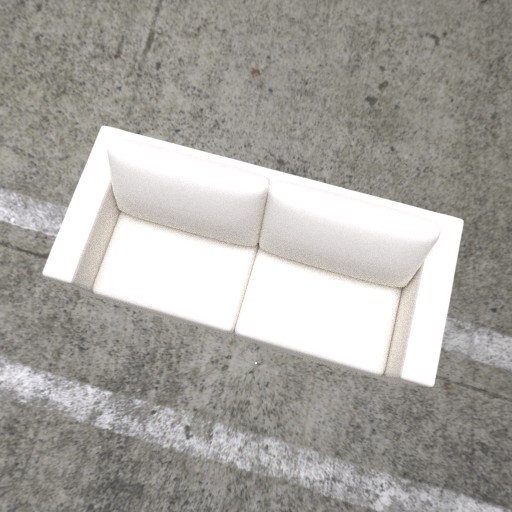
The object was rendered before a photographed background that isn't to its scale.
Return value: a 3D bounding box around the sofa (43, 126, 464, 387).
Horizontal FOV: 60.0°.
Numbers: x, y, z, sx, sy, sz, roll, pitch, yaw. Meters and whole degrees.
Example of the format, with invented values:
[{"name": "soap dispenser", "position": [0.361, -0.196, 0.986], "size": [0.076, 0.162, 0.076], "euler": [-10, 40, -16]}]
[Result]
[{"name": "sofa", "position": [0.000, 0.000, 2.613], "size": [2.163, 0.881, 0.954], "euler": [15, 77, 4]}]
